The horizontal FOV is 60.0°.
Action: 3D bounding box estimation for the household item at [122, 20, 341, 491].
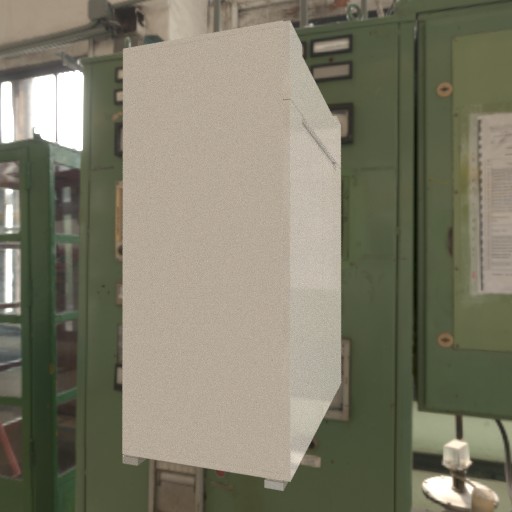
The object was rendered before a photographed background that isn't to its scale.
[{"bbox_3d":[0.000,0.000,1.387,0.420,1.010,0.790,0,0,19],"label":"household item"}]
